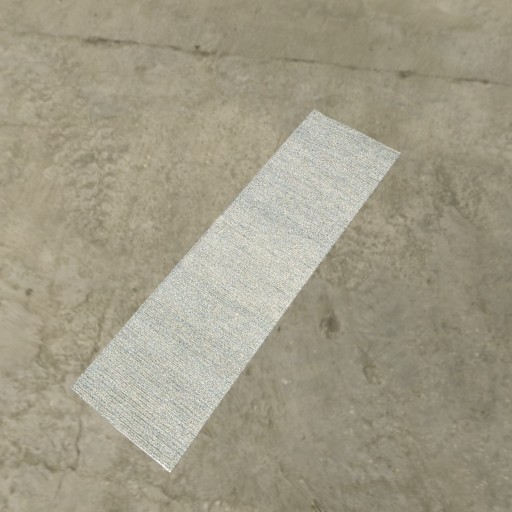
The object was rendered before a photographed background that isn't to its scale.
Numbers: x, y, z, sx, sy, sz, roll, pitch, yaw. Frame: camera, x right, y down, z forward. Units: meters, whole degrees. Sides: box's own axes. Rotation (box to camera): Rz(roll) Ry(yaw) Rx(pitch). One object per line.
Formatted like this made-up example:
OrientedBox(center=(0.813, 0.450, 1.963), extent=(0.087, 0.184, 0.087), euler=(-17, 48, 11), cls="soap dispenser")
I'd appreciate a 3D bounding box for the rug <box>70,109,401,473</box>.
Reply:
OrientedBox(center=(0.000, 0.000, 2.595), extent=(0.675, 0.037, 2.341), euler=(33, 69, 15), cls="rug")
